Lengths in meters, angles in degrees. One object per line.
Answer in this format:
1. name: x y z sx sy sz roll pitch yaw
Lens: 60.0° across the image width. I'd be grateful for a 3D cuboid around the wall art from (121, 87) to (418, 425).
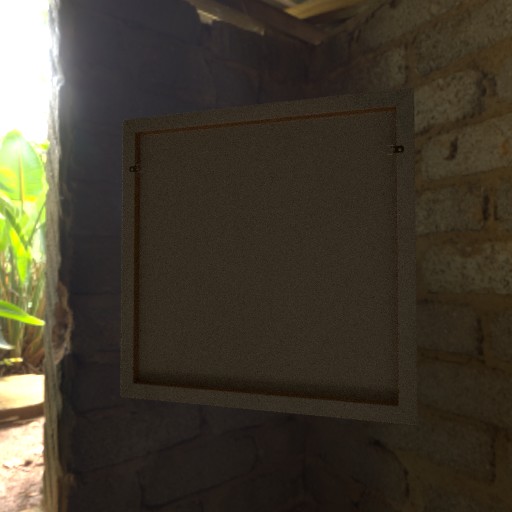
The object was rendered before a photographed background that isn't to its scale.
1. wall art: 0.000 0.000 1.124 0.762 0.762 0.041 0 -2 17
